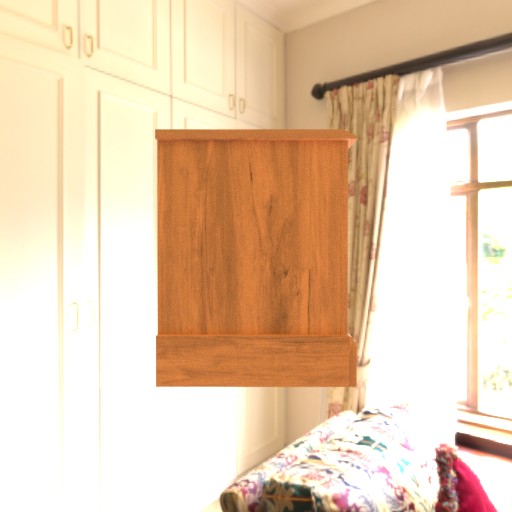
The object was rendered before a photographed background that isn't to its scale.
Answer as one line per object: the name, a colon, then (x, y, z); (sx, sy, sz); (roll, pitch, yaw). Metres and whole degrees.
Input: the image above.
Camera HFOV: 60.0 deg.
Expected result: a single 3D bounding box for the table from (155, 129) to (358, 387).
table: (0.000, 0.000, 1.477); (0.400, 0.510, 1.200); (0, 0, 0)
